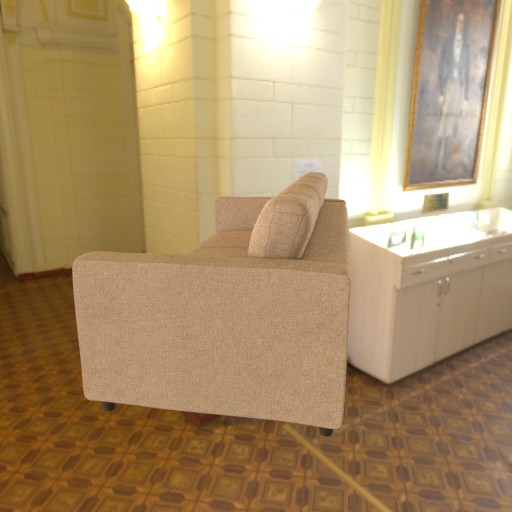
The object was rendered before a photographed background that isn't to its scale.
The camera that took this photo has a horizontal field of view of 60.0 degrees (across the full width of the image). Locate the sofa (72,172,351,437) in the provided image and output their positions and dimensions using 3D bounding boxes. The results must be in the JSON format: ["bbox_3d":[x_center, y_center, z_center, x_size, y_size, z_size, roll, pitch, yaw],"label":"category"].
[{"bbox_3d":[0.000,0.000,2.313,0.930,0.800,1.855,3,14,10],"label":"sofa"}]
